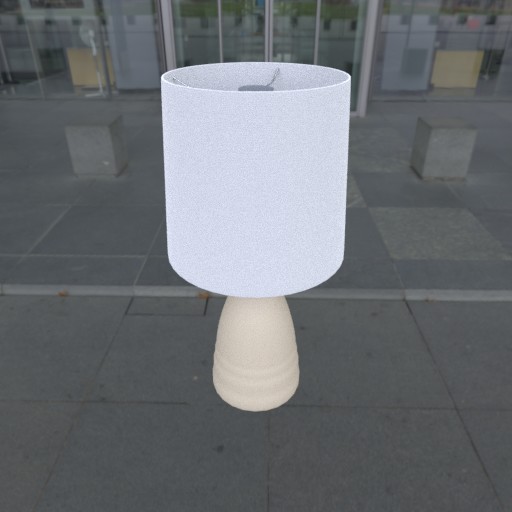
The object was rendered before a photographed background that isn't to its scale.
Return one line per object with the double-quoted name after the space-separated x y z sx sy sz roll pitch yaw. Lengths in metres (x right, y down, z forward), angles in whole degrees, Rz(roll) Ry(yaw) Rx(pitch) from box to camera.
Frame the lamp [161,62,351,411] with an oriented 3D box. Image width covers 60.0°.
0.000 0.000 0.482 0.186 0.369 0.186 0 30 0 "lamp"
